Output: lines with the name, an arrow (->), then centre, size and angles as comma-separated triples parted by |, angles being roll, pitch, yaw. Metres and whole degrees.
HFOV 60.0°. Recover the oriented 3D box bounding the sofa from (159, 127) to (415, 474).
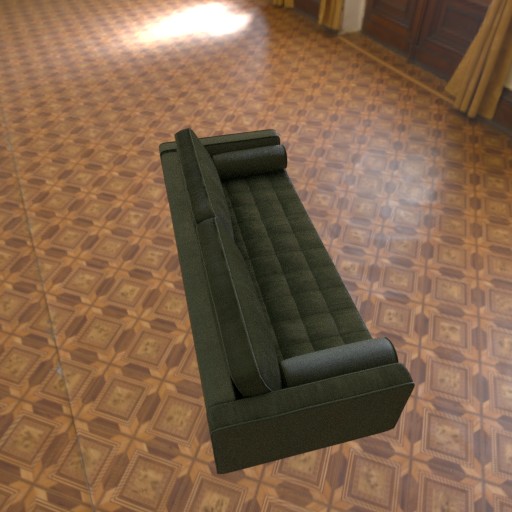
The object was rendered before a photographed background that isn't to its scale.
sofa -> 0.000, 0.000, 2.686 | 0.918, 0.769, 2.199 | -10, 46, -10
